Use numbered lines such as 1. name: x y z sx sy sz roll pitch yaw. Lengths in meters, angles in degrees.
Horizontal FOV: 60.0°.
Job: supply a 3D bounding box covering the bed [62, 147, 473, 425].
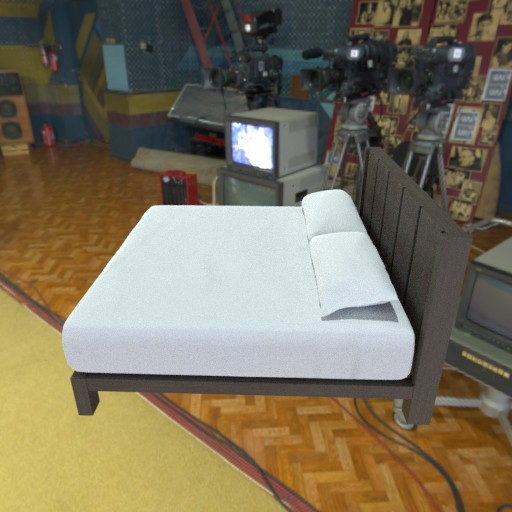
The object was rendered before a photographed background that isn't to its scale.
1. bed: 0.000 0.000 3.474 2.238 1.261 2.143 1 26 2
